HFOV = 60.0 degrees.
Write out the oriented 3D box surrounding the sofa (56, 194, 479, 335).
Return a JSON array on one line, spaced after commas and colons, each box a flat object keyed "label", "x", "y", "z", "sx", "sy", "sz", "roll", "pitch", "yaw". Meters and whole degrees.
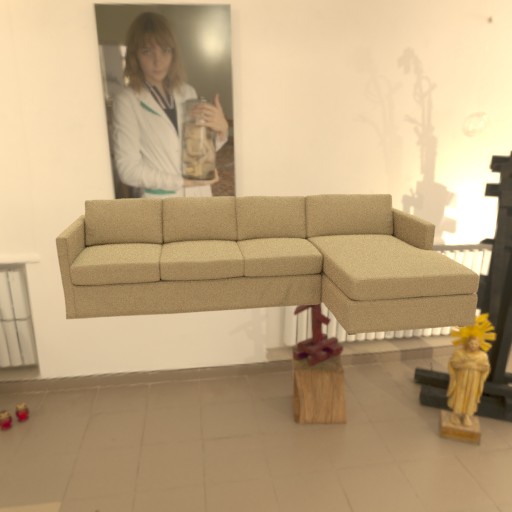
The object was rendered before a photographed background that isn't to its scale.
[{"label": "sofa", "x": 0.000, "y": 0.000, "z": 3.827, "sx": 3.177, "sy": 0.867, "sz": 1.622, "roll": -3, "pitch": 17, "yaw": -9}]
